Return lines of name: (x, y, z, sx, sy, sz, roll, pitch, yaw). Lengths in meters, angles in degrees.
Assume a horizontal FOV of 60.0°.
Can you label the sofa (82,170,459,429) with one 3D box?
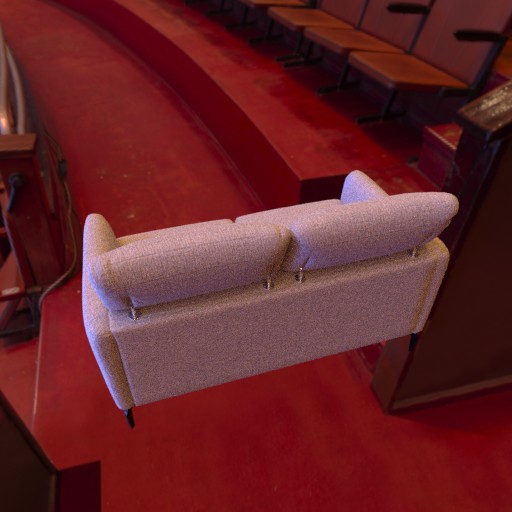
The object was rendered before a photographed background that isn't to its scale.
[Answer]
sofa: (0.000, 0.000, 2.098, 1.540, 0.950, 0.905, -11, 42, -13)
